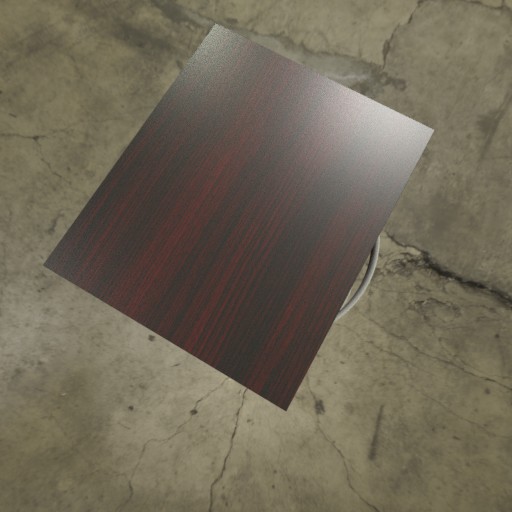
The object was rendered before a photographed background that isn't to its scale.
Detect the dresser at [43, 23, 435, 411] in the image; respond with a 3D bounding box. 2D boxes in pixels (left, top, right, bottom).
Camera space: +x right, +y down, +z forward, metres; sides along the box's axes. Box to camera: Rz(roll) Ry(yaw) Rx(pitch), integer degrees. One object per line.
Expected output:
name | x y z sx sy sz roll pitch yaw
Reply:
dresser | 0.000 0.000 0.823 0.360 0.560 0.400 29 77 7
